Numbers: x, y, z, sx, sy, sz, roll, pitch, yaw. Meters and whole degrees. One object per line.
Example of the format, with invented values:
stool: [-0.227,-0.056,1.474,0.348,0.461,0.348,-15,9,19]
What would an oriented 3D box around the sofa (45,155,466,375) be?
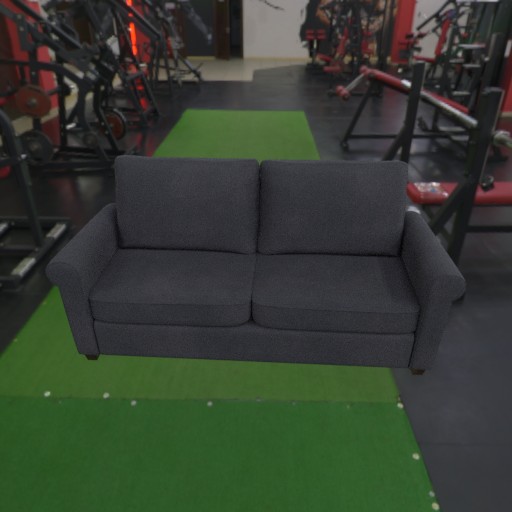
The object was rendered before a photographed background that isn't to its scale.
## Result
sofa: [0.000,0.000,2.444,1.935,0.942,0.842,2,30,3]
